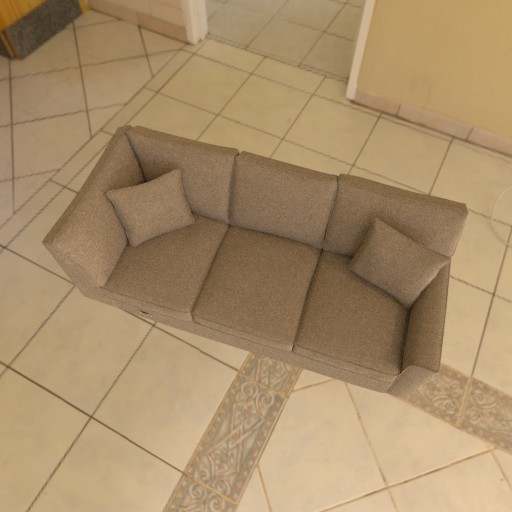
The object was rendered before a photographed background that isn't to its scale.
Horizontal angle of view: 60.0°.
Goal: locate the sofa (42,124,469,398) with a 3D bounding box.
[{"bbox_3d":[0.000,0.000,2.853,2.317,0.962,1.061,16,60,9],"label":"sofa"}]
